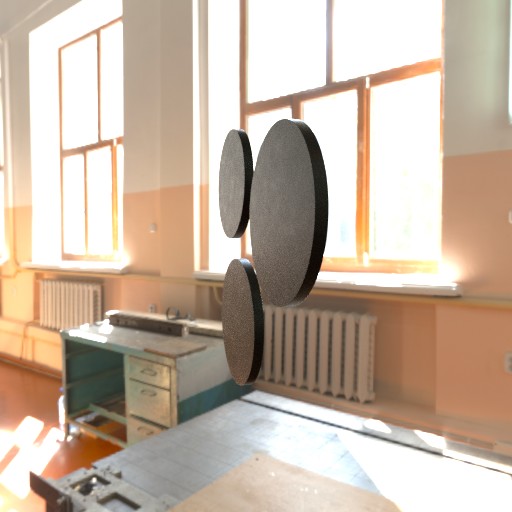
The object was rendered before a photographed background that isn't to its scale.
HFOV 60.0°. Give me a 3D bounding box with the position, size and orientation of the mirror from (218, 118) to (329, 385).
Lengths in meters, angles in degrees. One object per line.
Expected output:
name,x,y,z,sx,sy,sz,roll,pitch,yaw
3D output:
mirror,0.000,0.000,3.205,0.076,2.096,2.160,-1,2,-17
